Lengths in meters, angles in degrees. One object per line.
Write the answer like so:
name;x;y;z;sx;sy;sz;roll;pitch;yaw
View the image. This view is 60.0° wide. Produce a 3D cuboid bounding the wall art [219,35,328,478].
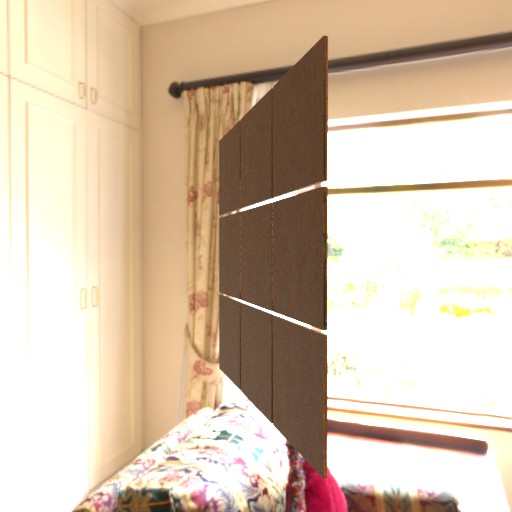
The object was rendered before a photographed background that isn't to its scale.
wall art;0.000;0.000;1.791;0.013;1.213;1.215;0;1;-18
